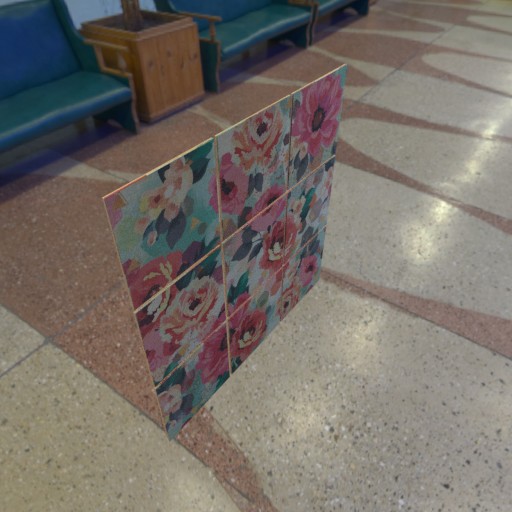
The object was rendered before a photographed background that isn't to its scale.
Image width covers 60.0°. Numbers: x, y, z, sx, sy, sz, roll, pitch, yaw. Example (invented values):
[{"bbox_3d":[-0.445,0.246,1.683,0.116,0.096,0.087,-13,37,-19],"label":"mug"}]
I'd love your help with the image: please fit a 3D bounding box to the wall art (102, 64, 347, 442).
[{"bbox_3d":[0.000,0.000,2.283,0.013,1.519,1.521,26,48,27],"label":"wall art"}]
